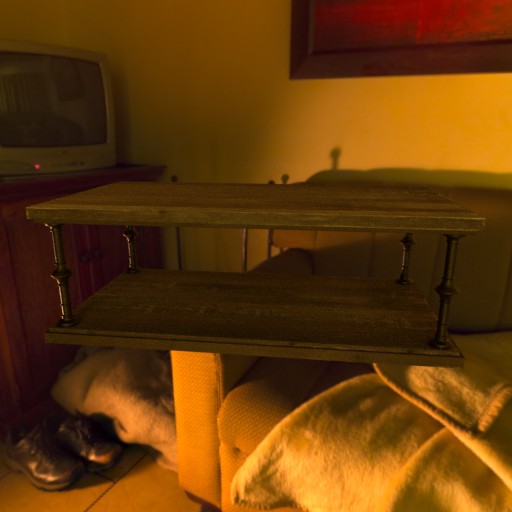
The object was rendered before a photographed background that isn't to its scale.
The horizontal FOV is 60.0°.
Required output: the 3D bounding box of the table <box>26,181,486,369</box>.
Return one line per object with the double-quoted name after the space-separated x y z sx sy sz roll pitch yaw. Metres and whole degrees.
0.000 0.000 1.356 1.088 0.373 0.554 2 16 7 "table"
